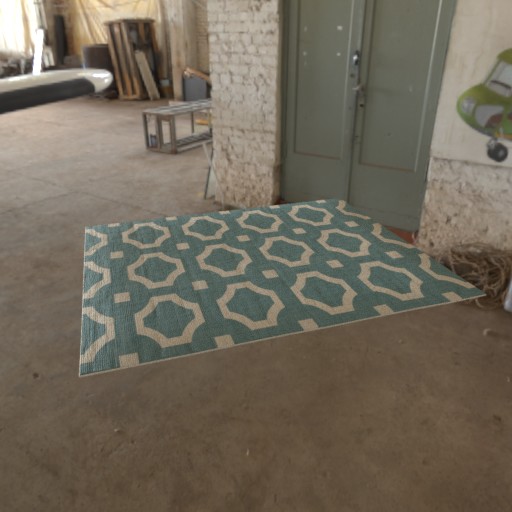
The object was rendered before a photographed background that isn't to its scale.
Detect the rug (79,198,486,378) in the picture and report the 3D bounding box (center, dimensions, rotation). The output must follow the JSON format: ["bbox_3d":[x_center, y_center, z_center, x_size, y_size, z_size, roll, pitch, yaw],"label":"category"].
[{"bbox_3d":[0.000,0.000,4.139,3.049,0.021,2.466,-8,27,-16],"label":"rug"}]
